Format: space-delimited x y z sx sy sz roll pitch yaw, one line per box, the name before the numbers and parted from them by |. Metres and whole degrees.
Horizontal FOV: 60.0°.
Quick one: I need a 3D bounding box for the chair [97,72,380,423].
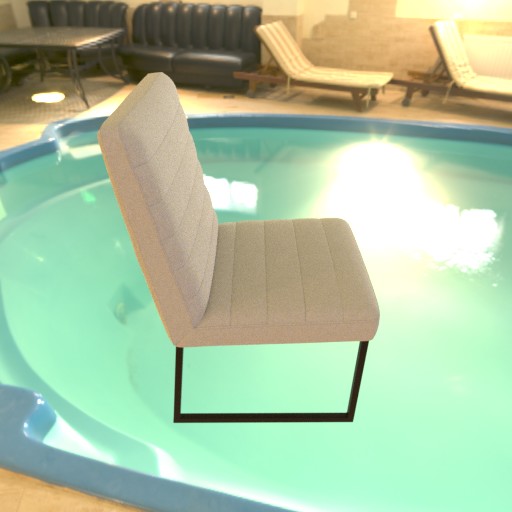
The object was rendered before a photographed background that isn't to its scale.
chair | 0.000 0.000 1.300 0.634 0.930 0.520 0 34 0
